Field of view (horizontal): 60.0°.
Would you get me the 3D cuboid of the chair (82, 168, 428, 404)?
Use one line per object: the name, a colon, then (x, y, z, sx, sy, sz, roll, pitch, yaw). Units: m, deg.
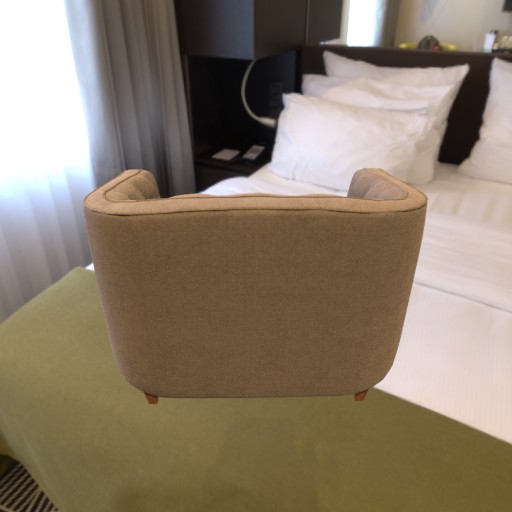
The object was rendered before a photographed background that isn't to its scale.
chair: (0.000, 0.000, 1.776, 1.104, 0.852, 0.941, -1, 31, -1)
